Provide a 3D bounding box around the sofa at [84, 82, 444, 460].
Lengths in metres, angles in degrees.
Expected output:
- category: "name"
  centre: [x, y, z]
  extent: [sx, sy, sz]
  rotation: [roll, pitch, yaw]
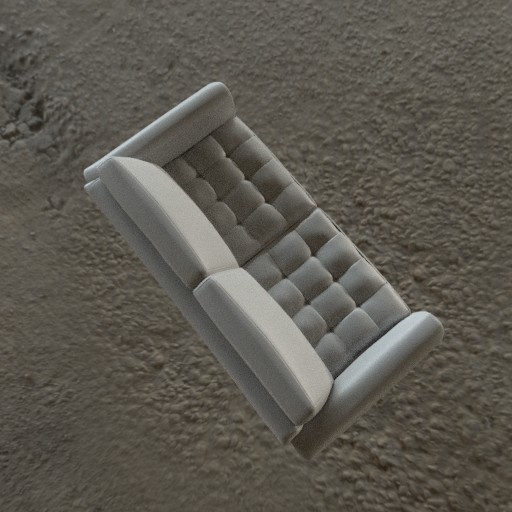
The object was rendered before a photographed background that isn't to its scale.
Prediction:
- category: "sofa"
  centre: [0.000, 0.000, 2.753]
  extent: [1.121, 0.930, 2.177]
  rotation: [-38, 79, -9]
